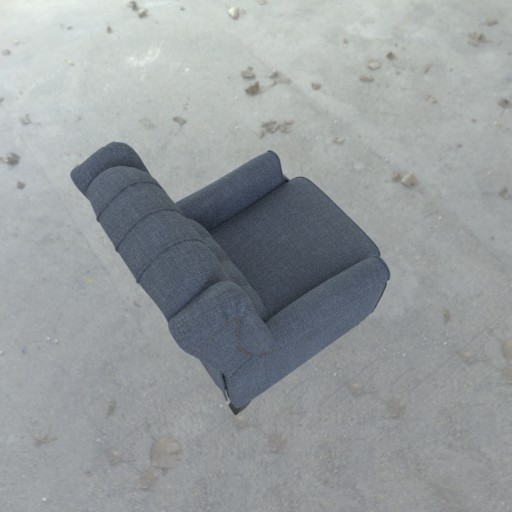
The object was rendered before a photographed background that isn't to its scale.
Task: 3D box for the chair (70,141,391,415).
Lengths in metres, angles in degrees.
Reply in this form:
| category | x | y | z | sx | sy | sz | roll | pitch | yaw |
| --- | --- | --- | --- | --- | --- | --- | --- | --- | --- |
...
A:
| category | x | y | z | sx | sy | sz | roll | pitch | yaw |
| --- | --- | --- | --- | --- | --- | --- | --- | --- | --- |
| chair | 0.000 | 0.000 | 1.667 | 0.898 | 1.035 | 0.742 | -31 | 63 | -18 |
